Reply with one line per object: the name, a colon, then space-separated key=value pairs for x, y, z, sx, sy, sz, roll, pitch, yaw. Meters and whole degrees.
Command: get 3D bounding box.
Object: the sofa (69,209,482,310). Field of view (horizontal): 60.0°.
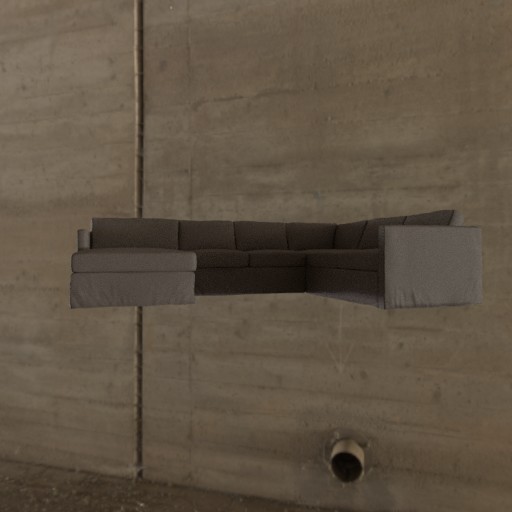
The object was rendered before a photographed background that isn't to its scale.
sofa: x=0.000 y=0.000 z=4.570 sx=3.528 sy=0.878 sz=2.476 roll=0 pitch=1 yaw=-18
